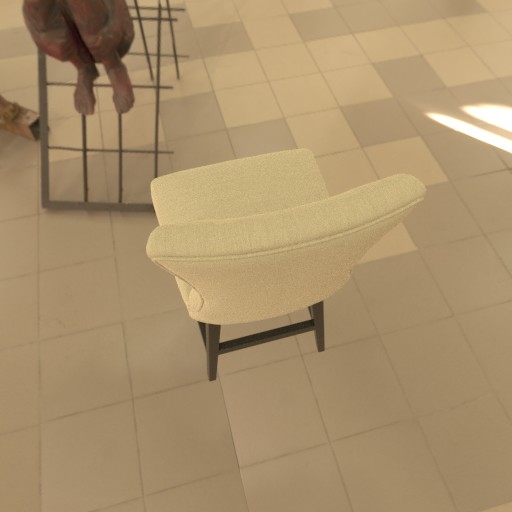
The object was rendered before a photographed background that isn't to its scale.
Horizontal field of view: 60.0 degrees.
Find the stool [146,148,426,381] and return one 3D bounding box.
[{"bbox_3d":[0.000,0.000,1.296,0.514,1.000,0.574,-13,59,-8],"label":"stool"}]
